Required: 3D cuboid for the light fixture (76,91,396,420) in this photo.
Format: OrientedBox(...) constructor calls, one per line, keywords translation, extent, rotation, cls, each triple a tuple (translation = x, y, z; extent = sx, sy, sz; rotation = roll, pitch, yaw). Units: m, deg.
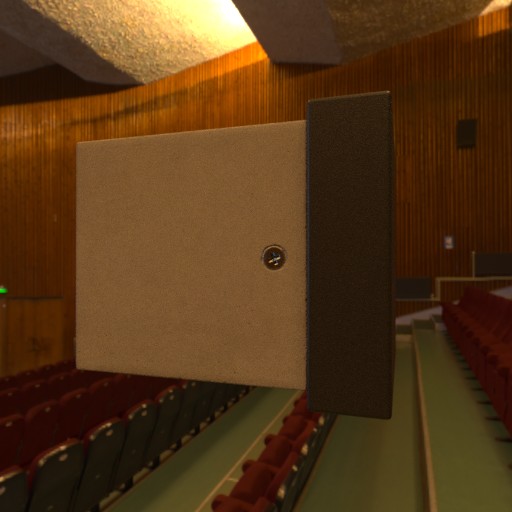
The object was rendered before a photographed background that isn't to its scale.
OrientedBox(translation=(0.000, 0.000, 0.240), extent=(0.143, 0.121, 0.121), rotation=(0, 0, 18), cls="light fixture")
